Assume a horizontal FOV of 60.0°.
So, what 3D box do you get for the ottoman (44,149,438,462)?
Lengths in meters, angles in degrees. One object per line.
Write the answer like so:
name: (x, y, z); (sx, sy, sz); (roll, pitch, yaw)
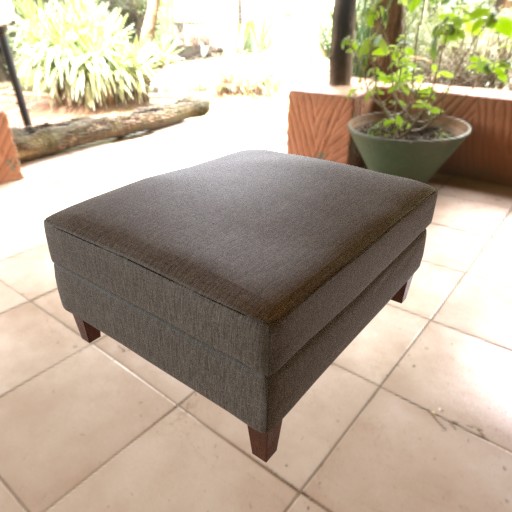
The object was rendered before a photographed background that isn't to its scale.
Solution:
ottoman: (0.000, 0.000, 1.470); (0.839, 0.492, 0.994); (20, 34, 33)
